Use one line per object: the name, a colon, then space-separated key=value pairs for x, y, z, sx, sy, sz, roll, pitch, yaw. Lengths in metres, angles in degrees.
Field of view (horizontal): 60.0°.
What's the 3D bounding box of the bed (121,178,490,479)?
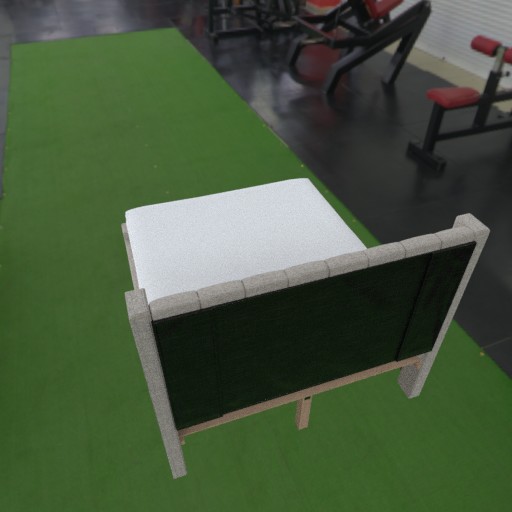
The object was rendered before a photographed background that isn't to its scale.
bed: x=0.000 y=0.000 z=3.680 sx=2.044 sy=1.748 sz=2.372 roll=-13 pitch=42 yaw=-14
